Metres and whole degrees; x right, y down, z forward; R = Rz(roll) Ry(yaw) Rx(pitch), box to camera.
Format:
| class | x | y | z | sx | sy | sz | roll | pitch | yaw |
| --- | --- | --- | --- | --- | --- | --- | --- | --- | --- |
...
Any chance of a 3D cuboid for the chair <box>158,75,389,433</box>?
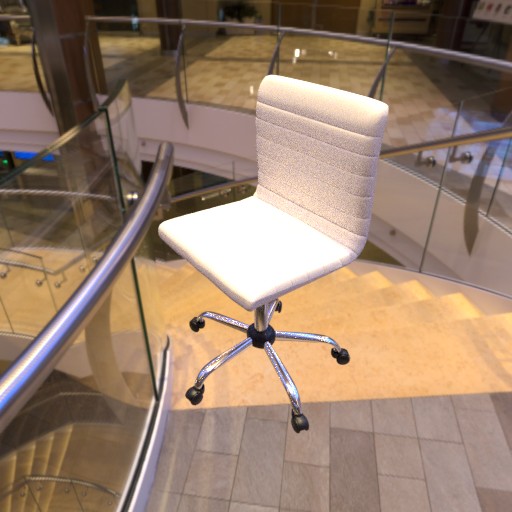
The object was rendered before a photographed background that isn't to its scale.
| class | x | y | z | sx | sy | sz | roll | pitch | yaw |
| --- | --- | --- | --- | --- | --- | --- | --- | --- | --- |
| chair | 0.000 | 0.000 | 1.082 | 0.455 | 0.750 | 0.520 | -23 | 39 | -31 |
